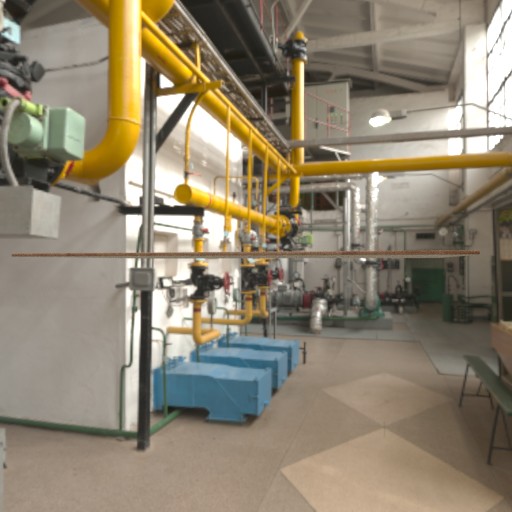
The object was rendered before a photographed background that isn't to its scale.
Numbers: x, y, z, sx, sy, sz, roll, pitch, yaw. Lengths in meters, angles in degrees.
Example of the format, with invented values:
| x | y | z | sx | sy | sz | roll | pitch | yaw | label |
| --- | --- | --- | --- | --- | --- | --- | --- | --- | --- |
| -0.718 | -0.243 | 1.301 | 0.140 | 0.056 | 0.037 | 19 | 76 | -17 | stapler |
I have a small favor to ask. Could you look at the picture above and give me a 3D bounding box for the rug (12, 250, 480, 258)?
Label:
| x | y | z | sx | sy | sz | roll | pitch | yaw | label |
| --- | --- | --- | --- | --- | --- | --- | --- | --- | --- |
| 0.000 | 0.000 | 2.220 | 1.829 | 0.014 | 1.219 | 0 | -1 | 17 | rug |
